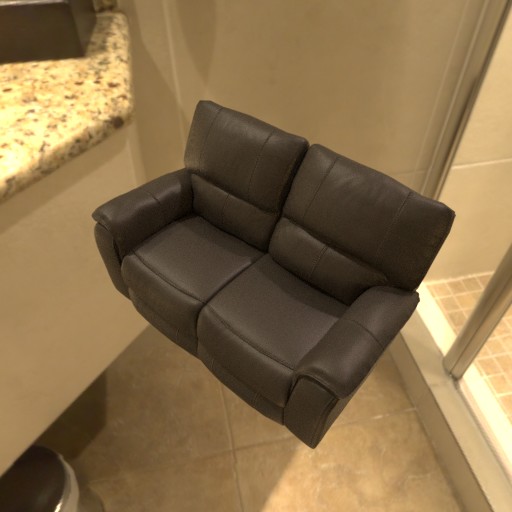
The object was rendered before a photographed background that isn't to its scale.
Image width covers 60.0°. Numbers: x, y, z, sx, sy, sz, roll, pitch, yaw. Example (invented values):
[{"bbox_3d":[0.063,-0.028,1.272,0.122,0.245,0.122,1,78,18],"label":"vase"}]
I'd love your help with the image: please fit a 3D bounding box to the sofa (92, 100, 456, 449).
[{"bbox_3d":[0.000,0.000,2.513,1.765,1.111,1.104,32,54,27],"label":"sofa"}]
